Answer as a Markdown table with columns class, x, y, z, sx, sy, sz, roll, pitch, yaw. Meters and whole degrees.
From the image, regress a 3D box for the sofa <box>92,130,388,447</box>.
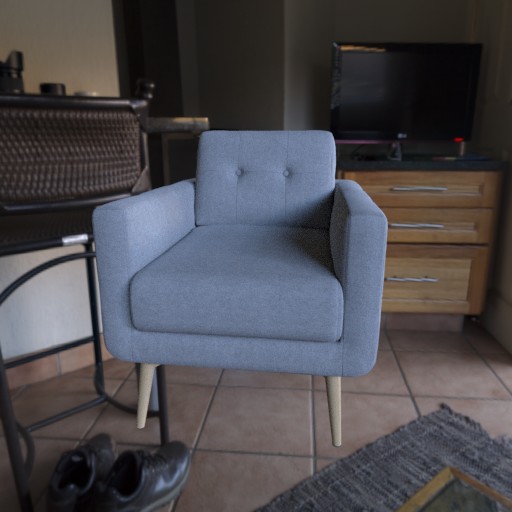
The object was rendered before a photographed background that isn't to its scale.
| class | x | y | z | sx | sy | sz | roll | pitch | yaw |
| --- | --- | --- | --- | --- | --- | --- | --- | --- | --- |
| sofa | 0.000 | 0.000 | 1.559 | 0.770 | 0.860 | 0.920 | 2 | 15 | 8 |
